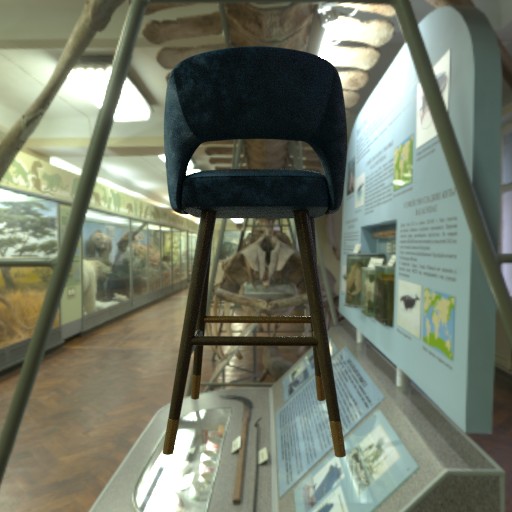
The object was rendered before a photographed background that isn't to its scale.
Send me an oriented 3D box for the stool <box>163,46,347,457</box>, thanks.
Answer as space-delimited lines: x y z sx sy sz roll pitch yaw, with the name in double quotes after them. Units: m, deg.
0.000 0.000 1.313 0.514 1.016 0.515 0 1 2 "stool"
